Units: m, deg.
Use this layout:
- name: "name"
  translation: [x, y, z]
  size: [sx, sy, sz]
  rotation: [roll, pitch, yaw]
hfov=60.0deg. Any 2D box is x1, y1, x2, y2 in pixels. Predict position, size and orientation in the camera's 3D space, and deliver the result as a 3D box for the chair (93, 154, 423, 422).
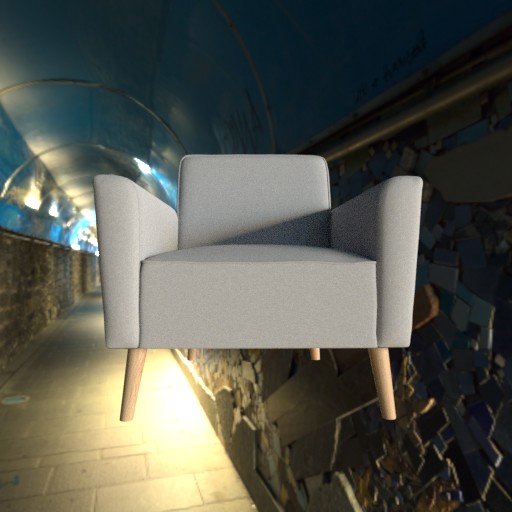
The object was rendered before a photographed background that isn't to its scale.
- name: "chair"
  translation: [0.000, 0.000, 1.394]
  size: [0.780, 0.780, 0.750]
  rotation: [0, 0, -1]
